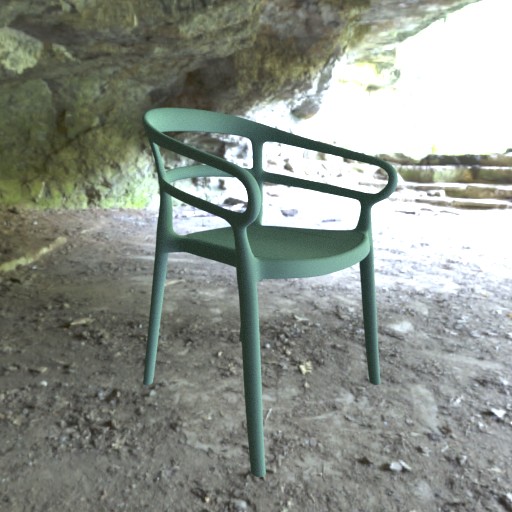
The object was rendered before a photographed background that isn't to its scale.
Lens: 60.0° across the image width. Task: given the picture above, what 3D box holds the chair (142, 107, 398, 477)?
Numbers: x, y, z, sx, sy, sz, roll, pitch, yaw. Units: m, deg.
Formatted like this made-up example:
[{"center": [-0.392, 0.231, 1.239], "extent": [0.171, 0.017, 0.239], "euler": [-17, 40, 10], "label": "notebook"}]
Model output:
[{"center": [0.000, 0.000, 1.156], "extent": [0.527, 0.761, 0.559], "euler": [12, 18, 41], "label": "chair"}]
